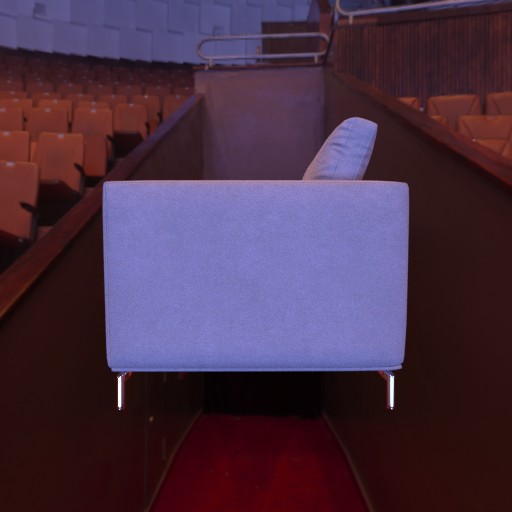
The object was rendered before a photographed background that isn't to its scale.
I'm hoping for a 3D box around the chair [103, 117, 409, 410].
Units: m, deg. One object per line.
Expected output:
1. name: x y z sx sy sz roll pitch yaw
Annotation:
1. chair: 0.000 0.000 1.706 0.889 0.864 1.041 0 1 0
